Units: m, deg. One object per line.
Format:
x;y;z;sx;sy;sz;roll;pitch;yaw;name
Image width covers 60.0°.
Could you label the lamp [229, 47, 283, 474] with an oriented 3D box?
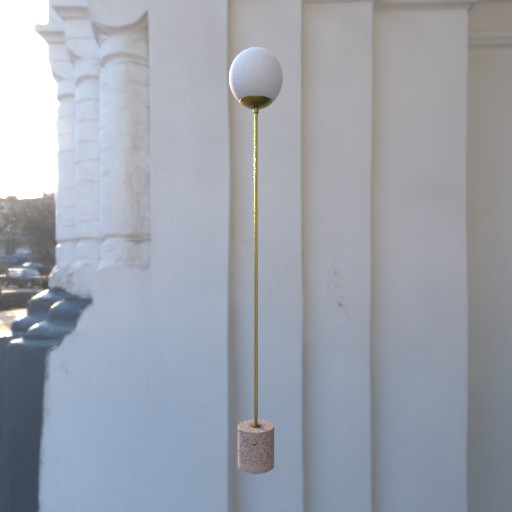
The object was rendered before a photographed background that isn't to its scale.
0.000;0.000;1.865;0.229;1.748;0.229;0;-1;19;lamp
